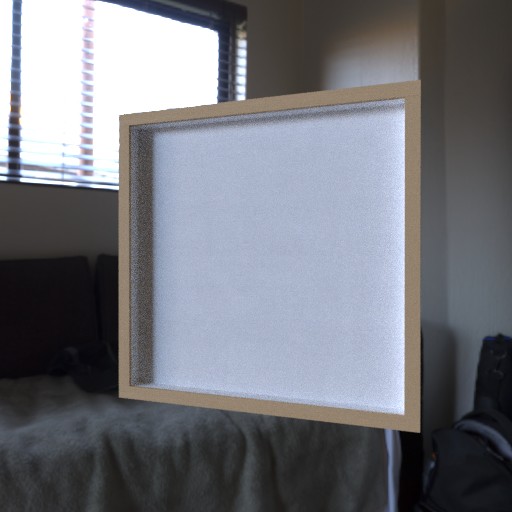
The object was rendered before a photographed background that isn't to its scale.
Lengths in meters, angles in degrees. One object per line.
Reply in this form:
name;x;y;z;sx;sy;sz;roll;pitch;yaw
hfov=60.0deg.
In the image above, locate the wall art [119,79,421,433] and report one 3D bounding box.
wall art;0.000;0.000;0.878;0.612;0.612;0.038;0;0;18
